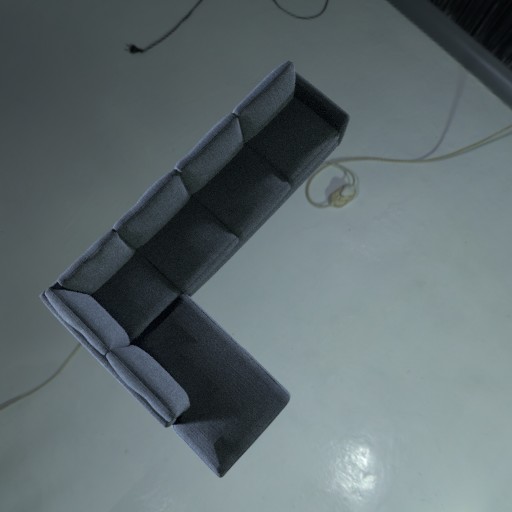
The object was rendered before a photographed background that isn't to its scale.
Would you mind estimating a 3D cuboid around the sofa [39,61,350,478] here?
[{"bbox_3d":[0.000,0.000,3.763,2.007,0.815,2.949,42,80,9],"label":"sofa"}]
